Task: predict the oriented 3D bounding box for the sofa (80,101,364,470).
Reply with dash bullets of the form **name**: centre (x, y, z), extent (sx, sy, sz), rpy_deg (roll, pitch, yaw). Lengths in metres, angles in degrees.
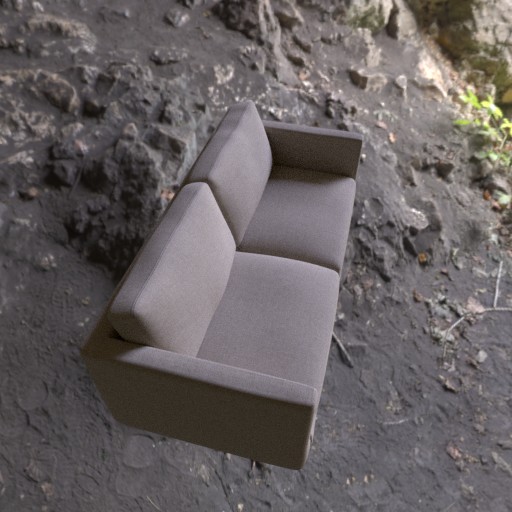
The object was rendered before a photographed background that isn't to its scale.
- **sofa**: centre (0.000, 0.000, 2.425), extent (0.951, 0.947, 1.884), rpy_deg (11, 47, 10)
